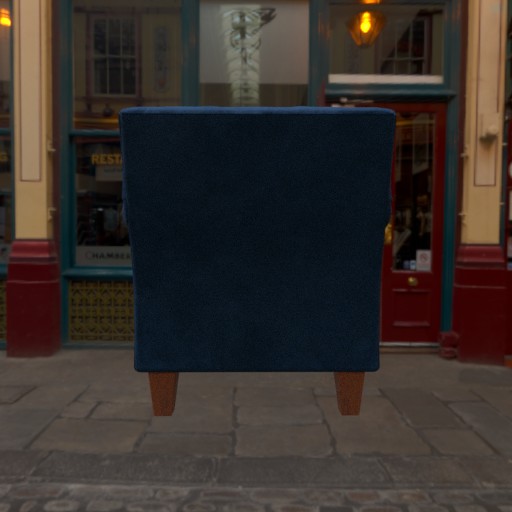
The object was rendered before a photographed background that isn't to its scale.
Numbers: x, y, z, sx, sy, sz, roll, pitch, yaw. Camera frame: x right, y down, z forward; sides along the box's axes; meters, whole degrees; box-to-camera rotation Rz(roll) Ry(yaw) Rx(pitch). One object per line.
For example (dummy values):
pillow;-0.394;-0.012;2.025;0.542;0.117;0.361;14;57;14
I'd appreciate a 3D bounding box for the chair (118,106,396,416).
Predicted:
chair;0.000;0.000;1.853;0.895;1.076;1.078;0;1;0
